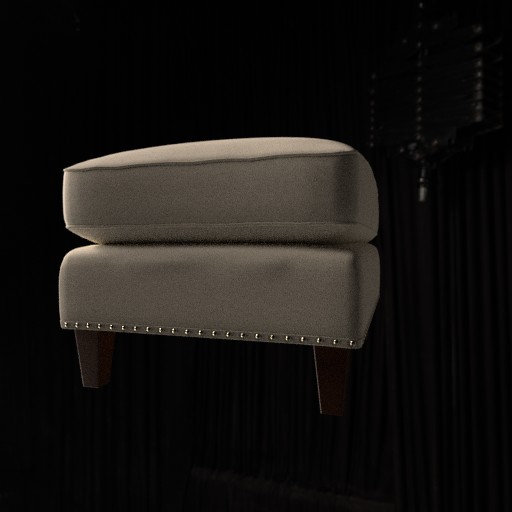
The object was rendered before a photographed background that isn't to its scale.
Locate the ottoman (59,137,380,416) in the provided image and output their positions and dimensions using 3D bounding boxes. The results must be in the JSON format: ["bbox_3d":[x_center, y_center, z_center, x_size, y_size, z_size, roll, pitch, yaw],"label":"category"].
[{"bbox_3d":[0.000,0.000,1.124,0.584,0.513,0.741,0,1,18],"label":"ottoman"}]
